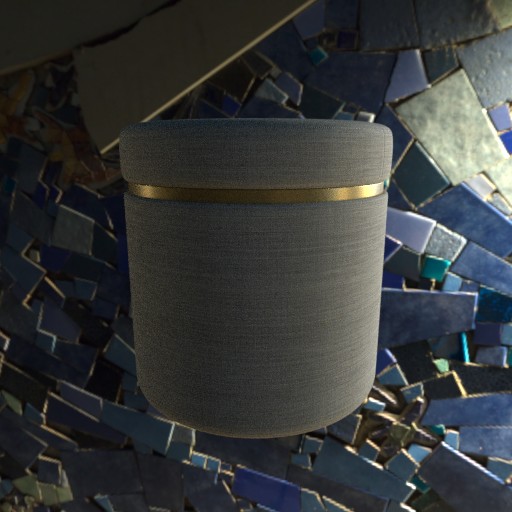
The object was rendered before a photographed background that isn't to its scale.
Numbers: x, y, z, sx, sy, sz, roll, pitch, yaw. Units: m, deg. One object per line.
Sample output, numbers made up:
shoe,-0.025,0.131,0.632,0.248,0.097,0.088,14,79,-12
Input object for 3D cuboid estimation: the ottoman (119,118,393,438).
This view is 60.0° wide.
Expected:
ottoman,0.000,0.000,0.717,0.400,0.406,0.400,0,14,0
